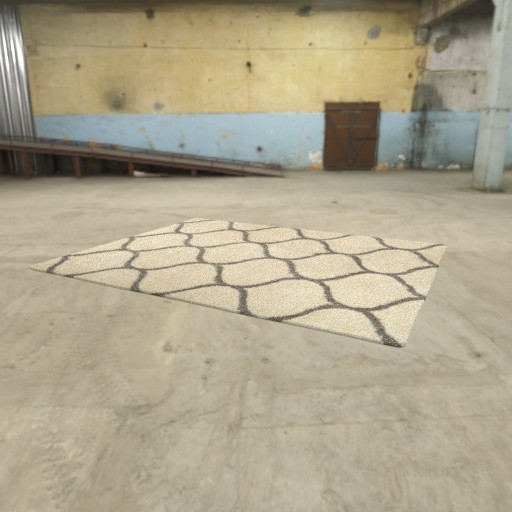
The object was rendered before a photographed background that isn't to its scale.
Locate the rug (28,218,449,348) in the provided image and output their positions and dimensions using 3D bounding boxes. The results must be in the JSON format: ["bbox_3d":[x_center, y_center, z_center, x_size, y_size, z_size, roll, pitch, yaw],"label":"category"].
[{"bbox_3d":[0.000,0.000,3.981,3.000,0.026,2.399,8,18,27],"label":"rug"}]
